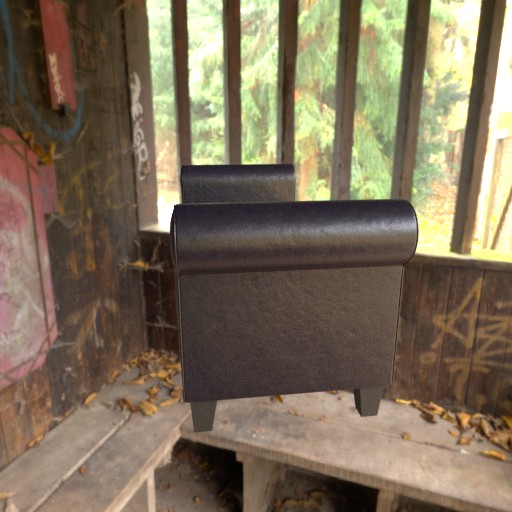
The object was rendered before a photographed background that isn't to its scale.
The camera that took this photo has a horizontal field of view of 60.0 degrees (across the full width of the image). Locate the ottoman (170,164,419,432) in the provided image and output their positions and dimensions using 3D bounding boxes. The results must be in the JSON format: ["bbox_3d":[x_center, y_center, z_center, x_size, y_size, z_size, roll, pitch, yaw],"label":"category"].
[{"bbox_3d":[0.000,0.000,1.536,0.521,0.547,1.256,-2,16,-8],"label":"ottoman"}]
